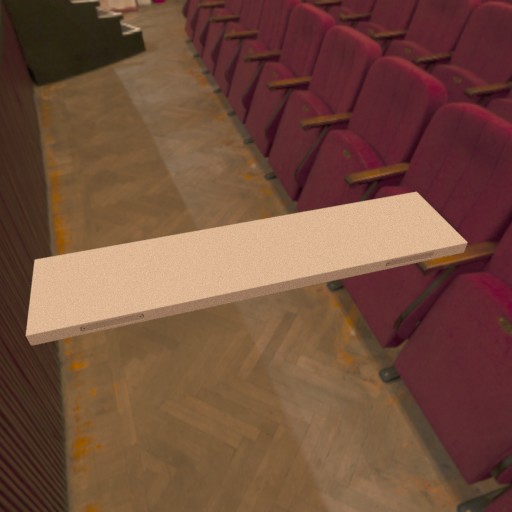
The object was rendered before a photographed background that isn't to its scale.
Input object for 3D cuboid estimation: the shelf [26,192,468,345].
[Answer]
[{"bbox_3d":[0.000,0.000,0.645,0.610,0.020,0.140,-11,43,-12],"label":"shelf"}]
